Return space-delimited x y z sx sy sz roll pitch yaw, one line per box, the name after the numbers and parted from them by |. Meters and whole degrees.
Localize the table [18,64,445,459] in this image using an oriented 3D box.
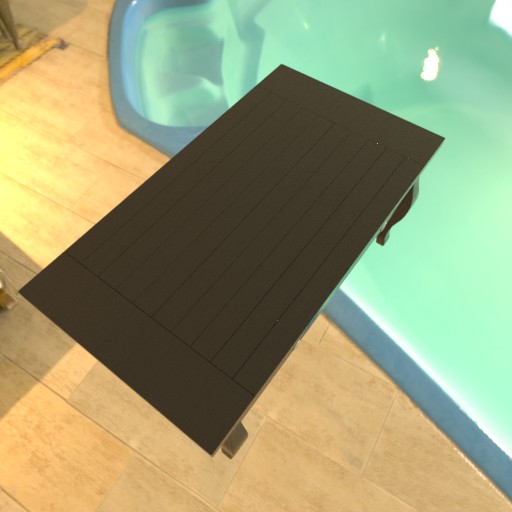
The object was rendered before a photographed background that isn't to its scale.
0.000 0.000 1.367 0.600 0.494 1.062 32 64 18 | table
